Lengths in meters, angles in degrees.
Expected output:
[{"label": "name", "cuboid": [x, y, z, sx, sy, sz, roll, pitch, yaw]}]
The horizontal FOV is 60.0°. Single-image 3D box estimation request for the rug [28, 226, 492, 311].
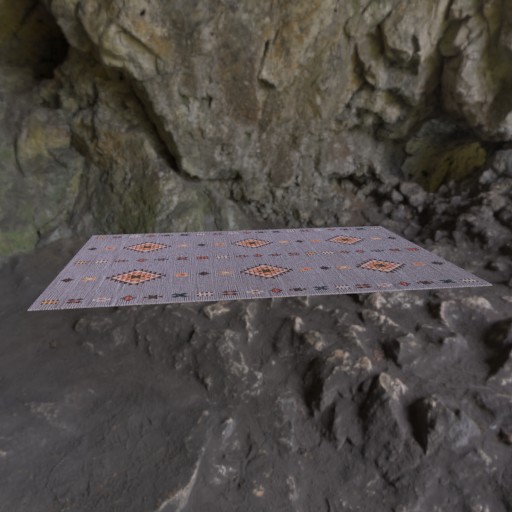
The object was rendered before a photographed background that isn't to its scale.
[{"label": "rug", "cuboid": [0.000, 0.000, 3.004, 2.427, 0.007, 1.515, -2, 17, -8]}]
